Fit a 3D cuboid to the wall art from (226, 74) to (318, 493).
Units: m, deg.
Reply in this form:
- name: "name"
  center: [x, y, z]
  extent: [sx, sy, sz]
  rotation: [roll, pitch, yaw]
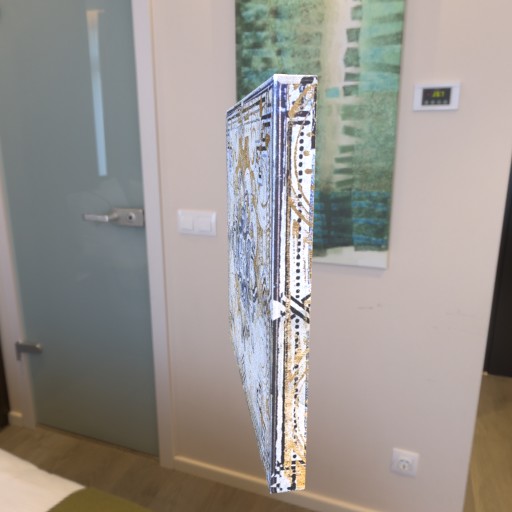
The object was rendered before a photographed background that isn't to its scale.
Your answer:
- name: "wall art"
  center: [0.000, 0.000, 0.612]
  extent: [0.038, 0.410, 0.411]
  rotation: [-2, 14, -9]
